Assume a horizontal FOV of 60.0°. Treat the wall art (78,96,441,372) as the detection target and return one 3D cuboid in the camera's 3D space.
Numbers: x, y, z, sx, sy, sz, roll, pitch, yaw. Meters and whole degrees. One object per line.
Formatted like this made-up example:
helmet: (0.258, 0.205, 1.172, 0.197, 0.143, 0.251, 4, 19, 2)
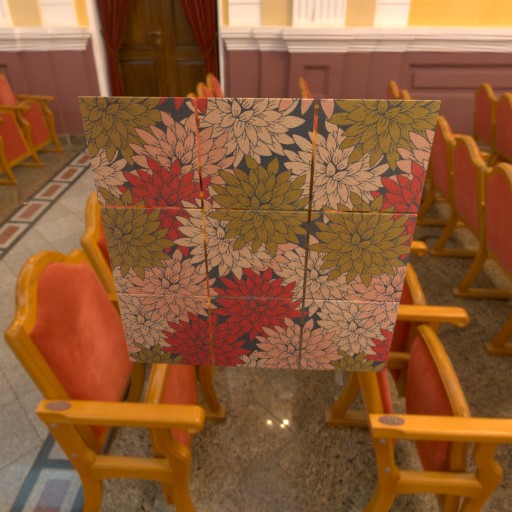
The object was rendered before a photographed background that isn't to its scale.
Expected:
wall art: (0.000, 0.000, 2.249, 1.519, 1.534, 0.013, 2, 31, 3)
